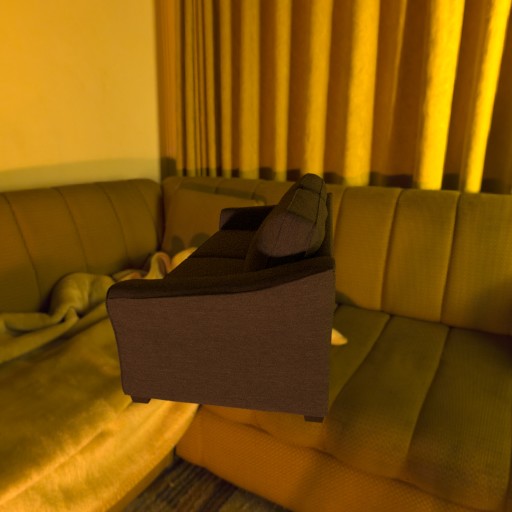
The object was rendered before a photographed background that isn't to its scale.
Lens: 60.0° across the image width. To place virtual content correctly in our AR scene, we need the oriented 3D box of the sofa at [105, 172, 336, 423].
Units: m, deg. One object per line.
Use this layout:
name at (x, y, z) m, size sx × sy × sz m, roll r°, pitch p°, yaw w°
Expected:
sofa at (0.000, 0.000, 2.861) m, size 0.971 × 0.950 × 2.270 m, roll 2°, pitch 15°, yaw 9°
